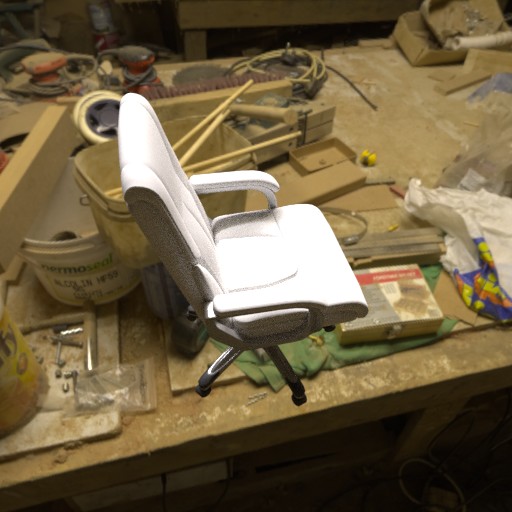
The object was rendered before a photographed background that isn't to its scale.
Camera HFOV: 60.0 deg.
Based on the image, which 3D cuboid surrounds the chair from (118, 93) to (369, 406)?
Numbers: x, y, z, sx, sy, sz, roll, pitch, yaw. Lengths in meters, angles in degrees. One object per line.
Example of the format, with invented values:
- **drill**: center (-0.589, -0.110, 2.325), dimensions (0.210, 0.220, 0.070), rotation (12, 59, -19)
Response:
- **chair**: center (0.000, 0.000, 1.595), dimensions (0.738, 1.120, 0.687), rotation (-9, 47, -9)
